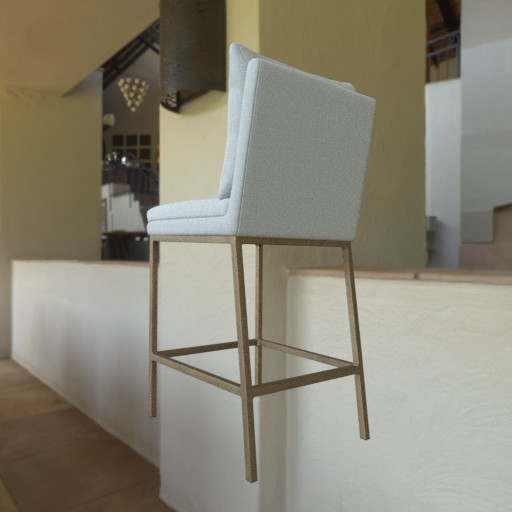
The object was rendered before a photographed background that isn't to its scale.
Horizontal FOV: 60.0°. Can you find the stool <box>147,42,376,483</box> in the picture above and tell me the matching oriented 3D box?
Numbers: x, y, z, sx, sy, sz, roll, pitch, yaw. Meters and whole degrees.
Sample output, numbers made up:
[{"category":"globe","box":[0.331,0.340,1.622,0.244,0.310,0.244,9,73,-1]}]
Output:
[{"category":"stool","box":[0.000,0.000,1.340,0.463,1.032,0.572,0,0,-37]}]
